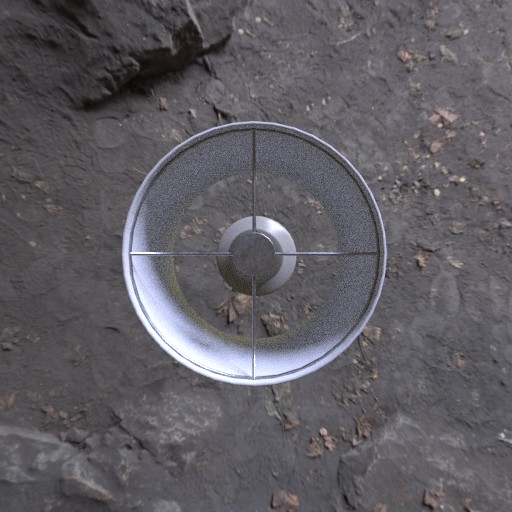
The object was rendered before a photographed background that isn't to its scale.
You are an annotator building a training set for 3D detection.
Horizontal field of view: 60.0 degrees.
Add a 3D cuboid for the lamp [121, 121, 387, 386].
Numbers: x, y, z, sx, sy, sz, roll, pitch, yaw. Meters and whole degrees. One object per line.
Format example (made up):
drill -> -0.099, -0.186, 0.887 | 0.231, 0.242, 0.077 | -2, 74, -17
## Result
lamp -> 0.000, 0.000, 0.599 | 0.212, 0.493, 0.212 | 0, 90, 0
